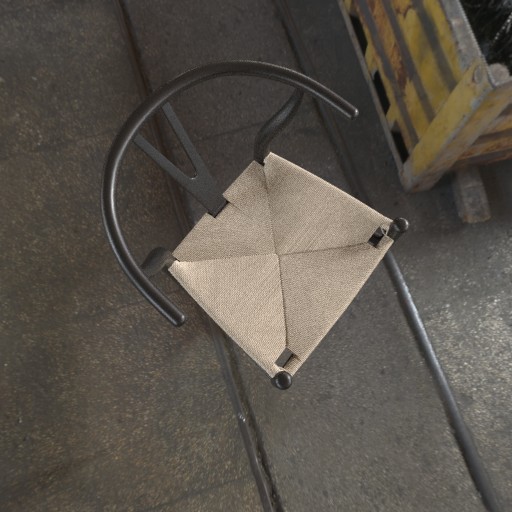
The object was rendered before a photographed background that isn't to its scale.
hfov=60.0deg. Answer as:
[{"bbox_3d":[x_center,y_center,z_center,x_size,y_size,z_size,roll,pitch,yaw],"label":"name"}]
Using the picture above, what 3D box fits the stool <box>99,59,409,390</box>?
[{"bbox_3d":[0.000,0.000,1.276,0.579,0.970,0.569,38,78,9],"label":"stool"}]
